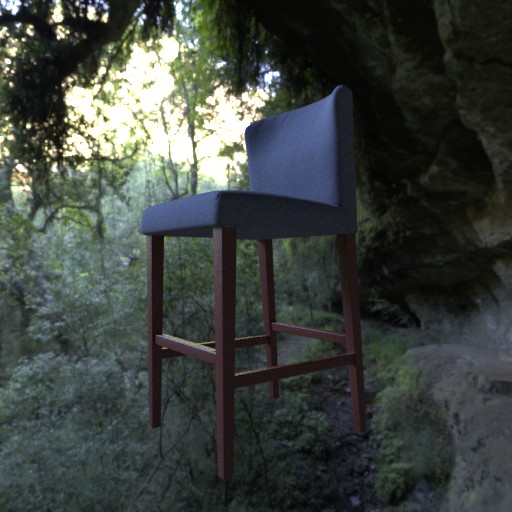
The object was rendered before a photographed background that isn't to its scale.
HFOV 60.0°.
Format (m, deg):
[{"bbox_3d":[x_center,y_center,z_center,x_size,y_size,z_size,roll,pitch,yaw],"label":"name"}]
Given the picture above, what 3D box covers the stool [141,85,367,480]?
[{"bbox_3d":[0.000,0.000,1.379,0.568,1.069,0.481,1,-1,-37],"label":"stool"}]
